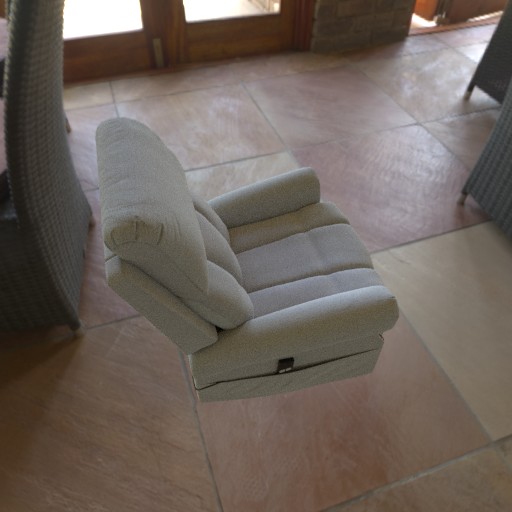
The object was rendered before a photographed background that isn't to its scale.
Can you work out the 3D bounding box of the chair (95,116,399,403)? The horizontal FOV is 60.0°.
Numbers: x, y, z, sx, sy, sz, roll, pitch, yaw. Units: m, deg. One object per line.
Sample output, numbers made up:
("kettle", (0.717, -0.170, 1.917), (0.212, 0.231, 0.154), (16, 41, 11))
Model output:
("chair", (0.000, 0.000, 1.712), (0.979, 1.031, 0.871), (-12, 48, -11))
